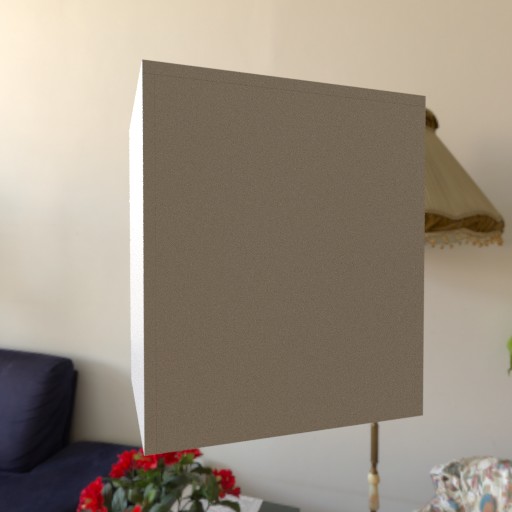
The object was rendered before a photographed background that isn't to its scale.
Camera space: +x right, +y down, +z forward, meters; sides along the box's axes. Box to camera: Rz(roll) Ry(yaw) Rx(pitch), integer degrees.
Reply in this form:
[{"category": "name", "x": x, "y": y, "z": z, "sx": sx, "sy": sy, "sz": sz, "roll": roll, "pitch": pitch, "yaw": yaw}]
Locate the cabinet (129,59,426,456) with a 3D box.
[{"category": "cabinet", "x": 0.000, "y": 0.000, "z": 0.757, "sx": 0.400, "sy": 0.470, "sz": 0.360, "roll": 0, "pitch": 1, "yaw": -18}]
